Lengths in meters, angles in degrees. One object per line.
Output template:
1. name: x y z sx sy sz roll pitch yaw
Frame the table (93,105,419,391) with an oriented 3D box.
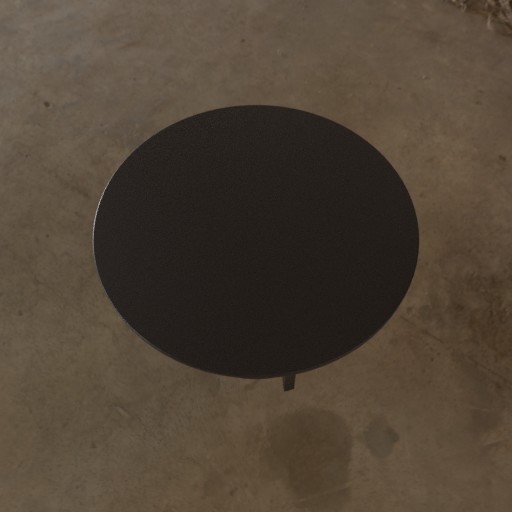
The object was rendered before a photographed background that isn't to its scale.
1. table: 0.000 0.000 1.457 0.914 0.457 0.914 0 60 0
